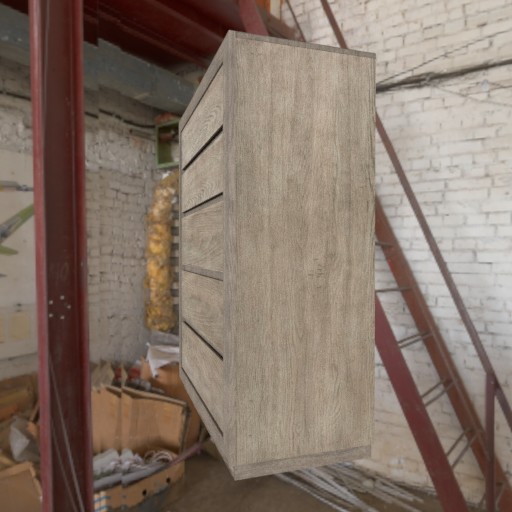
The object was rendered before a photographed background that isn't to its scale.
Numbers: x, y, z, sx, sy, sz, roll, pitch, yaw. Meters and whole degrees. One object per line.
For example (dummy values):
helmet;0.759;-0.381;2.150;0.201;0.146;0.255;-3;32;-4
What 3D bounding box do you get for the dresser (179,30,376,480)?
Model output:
dresser;0.000;0.000;1.797;0.483;1.295;0.967;0;1;-18
